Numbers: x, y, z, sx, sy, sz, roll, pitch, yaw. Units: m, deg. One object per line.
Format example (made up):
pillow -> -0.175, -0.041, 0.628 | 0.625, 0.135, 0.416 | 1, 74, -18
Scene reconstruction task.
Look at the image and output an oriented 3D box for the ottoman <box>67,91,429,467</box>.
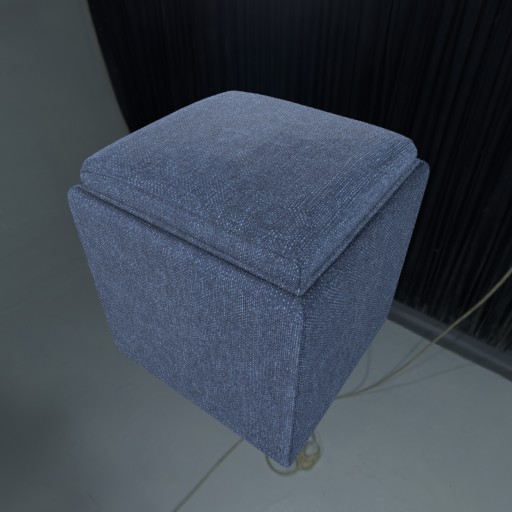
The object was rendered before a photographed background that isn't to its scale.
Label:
ottoman -> 0.000, 0.000, 0.856 | 0.454, 0.493, 0.436 | 25, 47, 26
